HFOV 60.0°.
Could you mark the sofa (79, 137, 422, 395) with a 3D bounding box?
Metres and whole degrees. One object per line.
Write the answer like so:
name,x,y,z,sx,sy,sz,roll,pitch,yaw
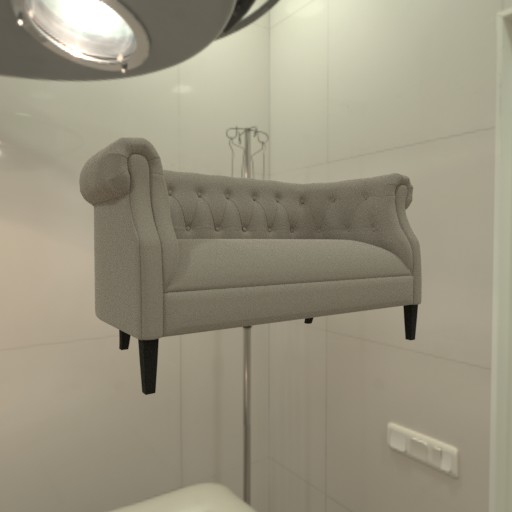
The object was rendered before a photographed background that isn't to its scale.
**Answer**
sofa,0.000,0.000,2.079,1.558,0.827,0.835,-1,2,-35
